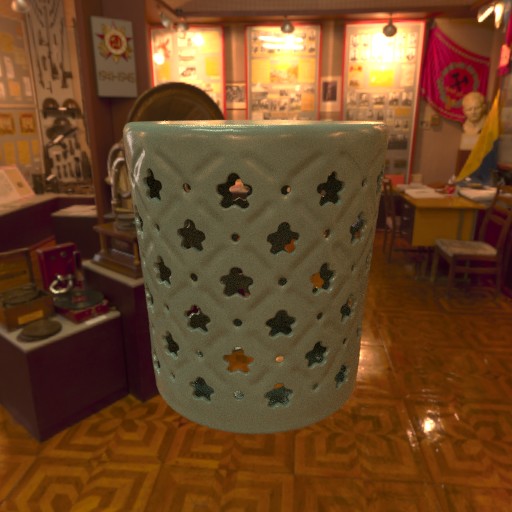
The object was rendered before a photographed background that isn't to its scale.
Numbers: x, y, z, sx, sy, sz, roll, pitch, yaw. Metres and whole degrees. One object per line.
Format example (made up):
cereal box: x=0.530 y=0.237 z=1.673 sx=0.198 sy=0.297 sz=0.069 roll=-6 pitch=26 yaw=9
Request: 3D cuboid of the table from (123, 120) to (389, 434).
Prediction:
table: x=0.000 y=0.000 z=0.659 sx=0.352 sy=0.387 sz=0.352 roll=0 pitch=18 yaw=0
